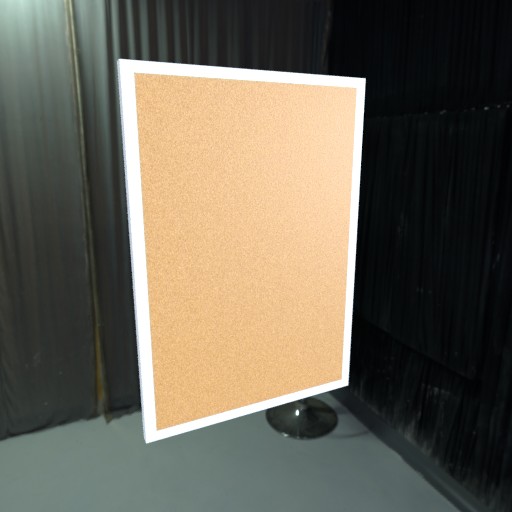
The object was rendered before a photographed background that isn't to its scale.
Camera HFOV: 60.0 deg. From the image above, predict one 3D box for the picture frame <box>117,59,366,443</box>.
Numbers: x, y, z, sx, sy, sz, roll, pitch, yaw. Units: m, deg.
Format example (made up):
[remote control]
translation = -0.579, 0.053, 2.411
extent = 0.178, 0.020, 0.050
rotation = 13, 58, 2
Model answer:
[picture frame]
translation = 0.000, 0.000, 0.557
extent = 0.305, 0.434, 0.013
rotation = -7, 16, -25
